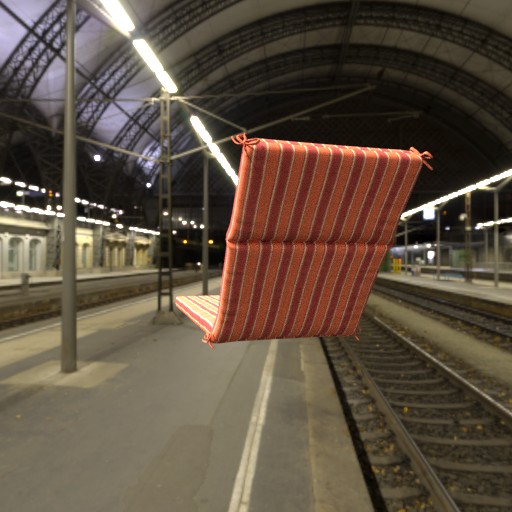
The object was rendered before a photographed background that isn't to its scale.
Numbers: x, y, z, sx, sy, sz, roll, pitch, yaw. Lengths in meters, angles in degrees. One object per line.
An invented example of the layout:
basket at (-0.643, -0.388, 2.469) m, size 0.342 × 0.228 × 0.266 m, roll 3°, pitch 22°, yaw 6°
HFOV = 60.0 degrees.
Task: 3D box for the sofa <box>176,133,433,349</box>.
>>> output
sofa at (0.000, 0.000, 1.940) m, size 0.582 × 0.622 × 1.663 m, roll 0°, pitch 0°, yaw -17°
